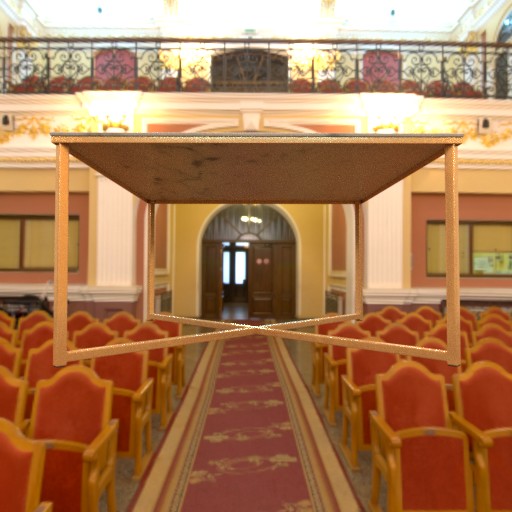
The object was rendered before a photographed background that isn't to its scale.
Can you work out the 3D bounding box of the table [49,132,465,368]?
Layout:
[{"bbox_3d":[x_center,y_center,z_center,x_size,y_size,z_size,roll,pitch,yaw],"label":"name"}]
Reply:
[{"bbox_3d":[0.000,0.000,1.245,0.800,0.450,0.800,0,-2,0],"label":"table"}]
